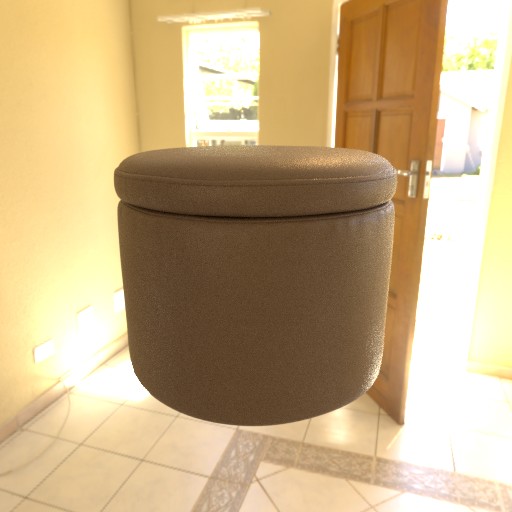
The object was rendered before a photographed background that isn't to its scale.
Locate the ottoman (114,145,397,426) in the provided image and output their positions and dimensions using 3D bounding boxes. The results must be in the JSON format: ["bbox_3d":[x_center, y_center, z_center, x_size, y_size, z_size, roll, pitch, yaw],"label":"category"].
[{"bbox_3d":[0.000,0.000,0.855,0.500,0.409,0.500,0,16,0],"label":"ottoman"}]
